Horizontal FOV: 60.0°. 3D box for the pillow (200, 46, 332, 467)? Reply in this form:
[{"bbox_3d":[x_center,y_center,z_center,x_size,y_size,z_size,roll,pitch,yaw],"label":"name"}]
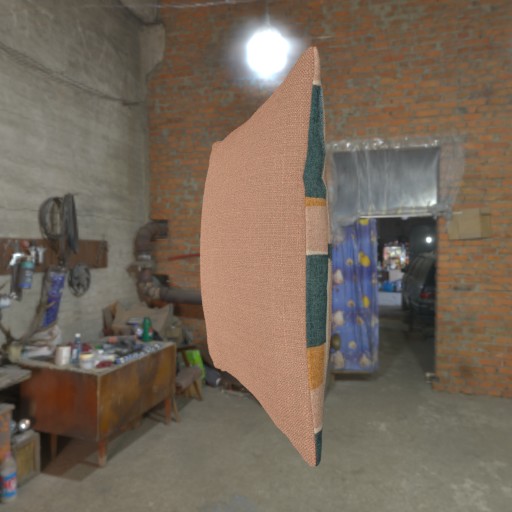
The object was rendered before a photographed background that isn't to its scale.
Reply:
[{"bbox_3d":[0.000,0.000,0.728,0.158,0.479,0.478,0,0,-19],"label":"pillow"}]
